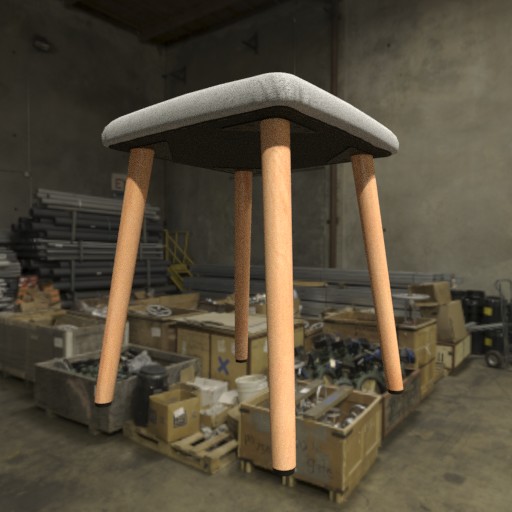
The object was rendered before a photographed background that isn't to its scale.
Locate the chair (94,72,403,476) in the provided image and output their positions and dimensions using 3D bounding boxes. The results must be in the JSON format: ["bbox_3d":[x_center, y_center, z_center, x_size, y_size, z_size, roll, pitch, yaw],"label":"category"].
[{"bbox_3d":[0.000,0.000,0.678,0.350,0.440,0.350,1,1,38],"label":"chair"}]
